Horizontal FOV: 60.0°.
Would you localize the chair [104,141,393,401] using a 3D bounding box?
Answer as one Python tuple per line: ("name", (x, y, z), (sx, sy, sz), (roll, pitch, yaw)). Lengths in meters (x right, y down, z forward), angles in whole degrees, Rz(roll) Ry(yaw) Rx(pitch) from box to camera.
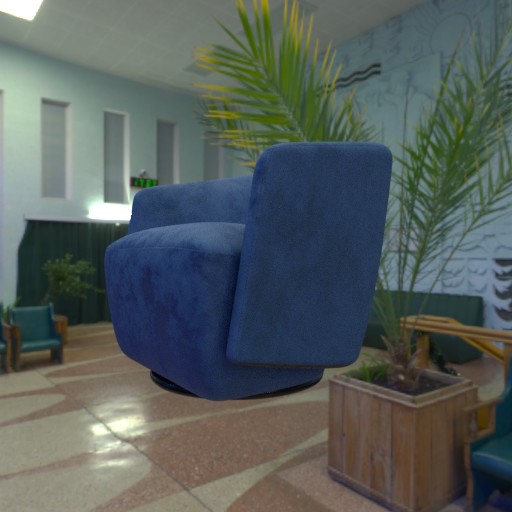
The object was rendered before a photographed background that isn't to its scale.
("chair", (0.000, 0.000, 1.353), (0.767, 0.698, 0.773), (0, 0, -35))
